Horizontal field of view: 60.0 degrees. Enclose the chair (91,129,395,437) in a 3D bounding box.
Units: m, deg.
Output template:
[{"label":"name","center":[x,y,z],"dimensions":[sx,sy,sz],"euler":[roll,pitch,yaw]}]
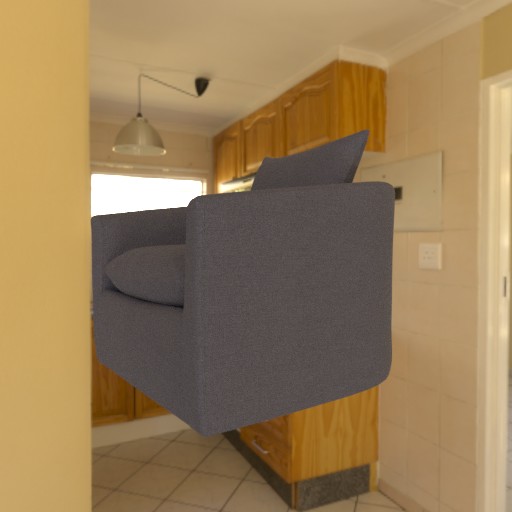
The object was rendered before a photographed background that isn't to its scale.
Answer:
[{"label":"chair","center":[0.000,0.000,1.558],"dimensions":[0.910,0.848,0.845],"euler":[-1,2,-36]}]
